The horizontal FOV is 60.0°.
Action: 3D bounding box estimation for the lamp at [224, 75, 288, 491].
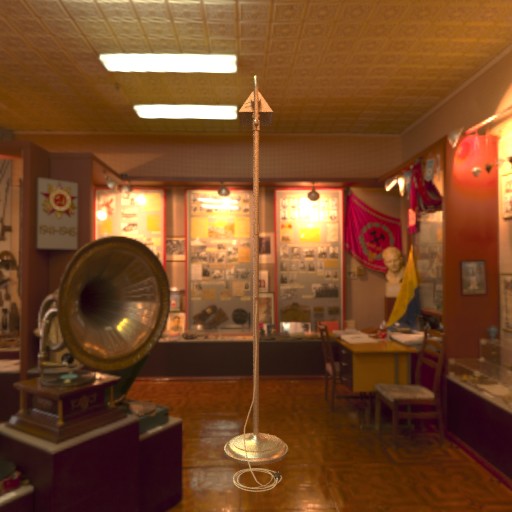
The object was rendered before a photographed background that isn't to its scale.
[{"bbox_3d":[0.000,0.000,1.882,0.256,1.571,0.813,0,-1,0],"label":"lamp"}]
